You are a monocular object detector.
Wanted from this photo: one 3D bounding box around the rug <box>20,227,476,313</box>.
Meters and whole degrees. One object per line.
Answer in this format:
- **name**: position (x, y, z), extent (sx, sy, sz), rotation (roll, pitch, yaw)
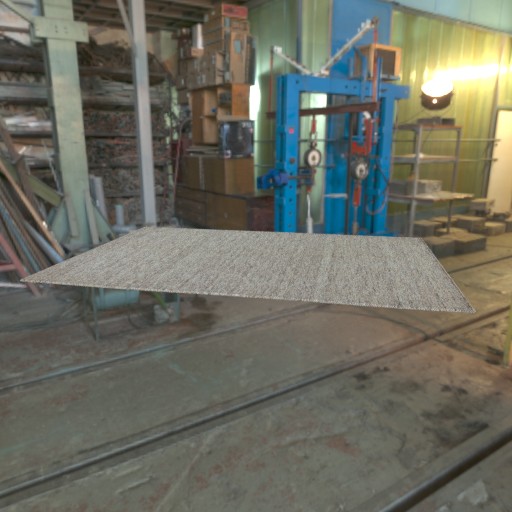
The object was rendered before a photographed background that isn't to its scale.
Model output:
- **rug**: position (0.000, 0.000, 2.893), extent (2.283, 0.013, 1.547), rotation (3, 15, 11)
